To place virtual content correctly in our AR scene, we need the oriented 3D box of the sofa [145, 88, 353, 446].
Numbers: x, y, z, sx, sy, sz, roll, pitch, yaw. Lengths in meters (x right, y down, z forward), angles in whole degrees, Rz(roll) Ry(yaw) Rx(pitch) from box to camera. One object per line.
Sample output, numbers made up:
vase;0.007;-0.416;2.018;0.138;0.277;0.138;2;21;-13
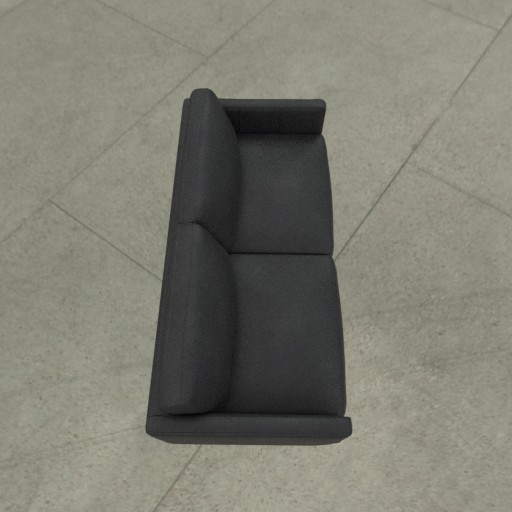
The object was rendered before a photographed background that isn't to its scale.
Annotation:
sofa;0.000;0.000;2.532;0.933;0.863;1.971;1;63;0
